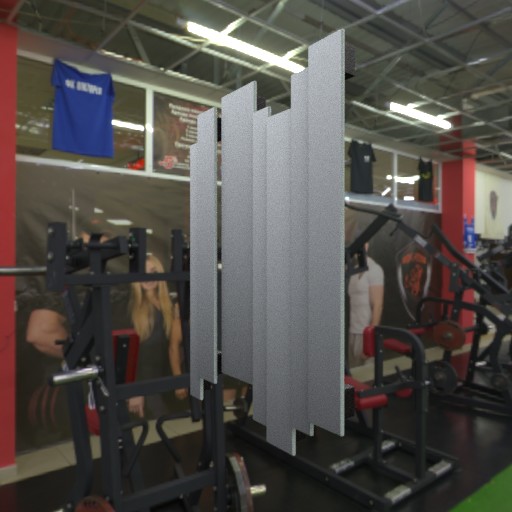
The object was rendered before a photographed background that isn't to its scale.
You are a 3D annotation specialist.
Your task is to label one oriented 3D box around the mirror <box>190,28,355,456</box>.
[{"bbox_3d":[0.000,0.000,0.771,0.058,0.611,0.445,0,0,-37],"label":"mirror"}]
